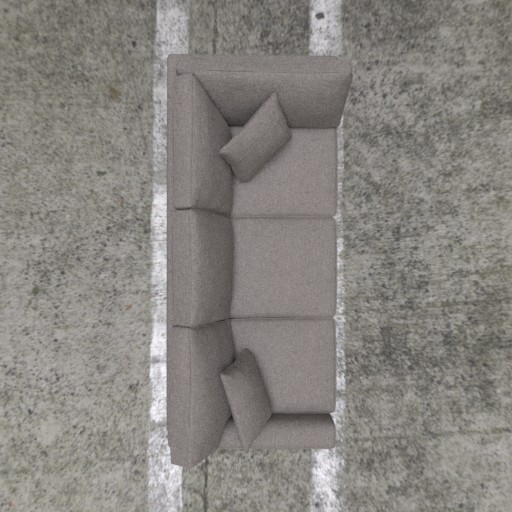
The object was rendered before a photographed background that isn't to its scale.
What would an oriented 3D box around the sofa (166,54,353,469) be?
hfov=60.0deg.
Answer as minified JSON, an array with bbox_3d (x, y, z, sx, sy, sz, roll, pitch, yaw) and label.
[{"bbox_3d":[0.000,0.000,2.806,1.061,0.962,2.317,0,90,-1],"label":"sofa"}]
